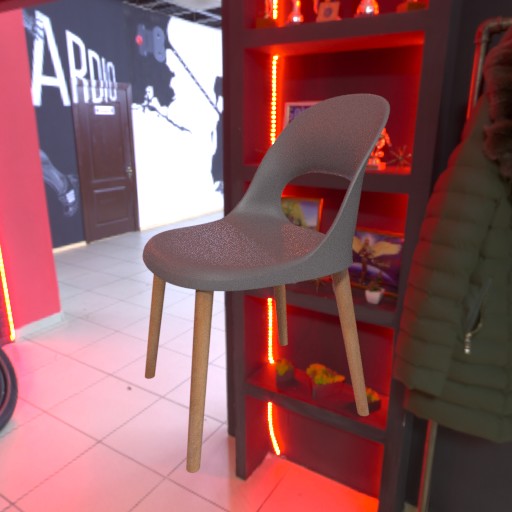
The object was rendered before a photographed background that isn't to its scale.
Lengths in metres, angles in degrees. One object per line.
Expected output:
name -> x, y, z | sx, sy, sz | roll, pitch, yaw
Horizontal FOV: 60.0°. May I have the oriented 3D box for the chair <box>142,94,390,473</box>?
chair -> 0.000, 0.000, 1.135 | 0.556, 0.795, 0.470 | -8, 18, -25
